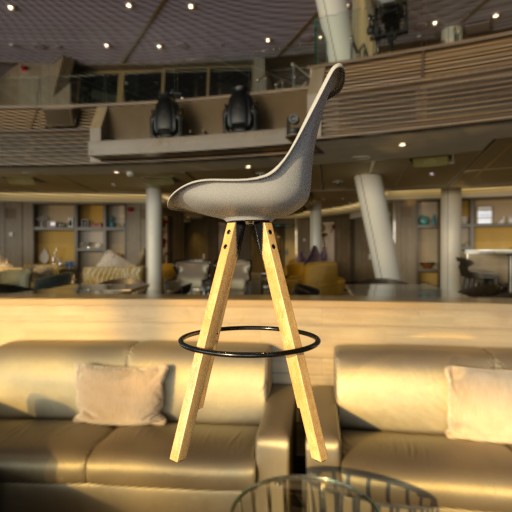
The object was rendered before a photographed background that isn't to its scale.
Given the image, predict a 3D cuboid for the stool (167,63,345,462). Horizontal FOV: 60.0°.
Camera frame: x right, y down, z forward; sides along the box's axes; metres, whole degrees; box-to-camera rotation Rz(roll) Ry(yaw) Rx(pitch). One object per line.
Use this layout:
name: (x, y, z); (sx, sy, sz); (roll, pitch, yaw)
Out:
stool: (0.000, 0.000, 1.411); (0.550, 1.115, 0.485); (0, 0, 0)
